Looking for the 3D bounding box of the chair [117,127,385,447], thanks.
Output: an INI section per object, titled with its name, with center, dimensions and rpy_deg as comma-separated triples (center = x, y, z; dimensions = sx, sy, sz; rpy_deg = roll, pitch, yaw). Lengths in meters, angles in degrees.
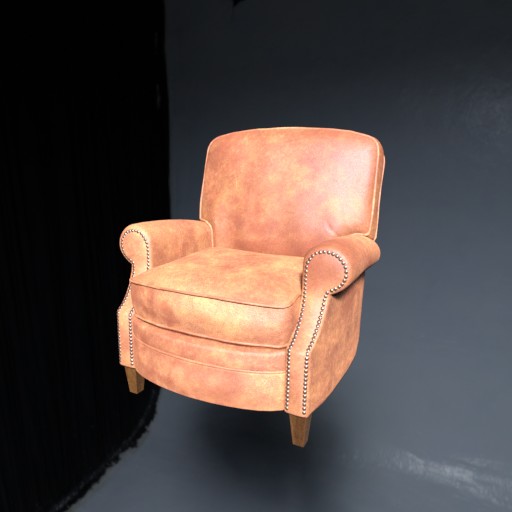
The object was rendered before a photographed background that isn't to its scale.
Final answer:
[chair]
center = 0.000, 0.000, 1.786
dimensions = 0.936, 1.018, 0.986
rpy_deg = 7, 16, 26
